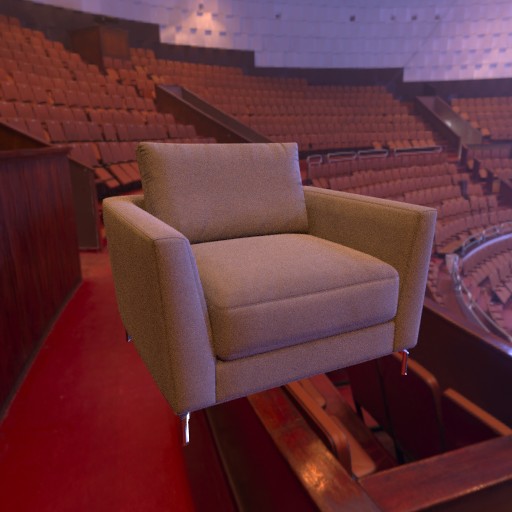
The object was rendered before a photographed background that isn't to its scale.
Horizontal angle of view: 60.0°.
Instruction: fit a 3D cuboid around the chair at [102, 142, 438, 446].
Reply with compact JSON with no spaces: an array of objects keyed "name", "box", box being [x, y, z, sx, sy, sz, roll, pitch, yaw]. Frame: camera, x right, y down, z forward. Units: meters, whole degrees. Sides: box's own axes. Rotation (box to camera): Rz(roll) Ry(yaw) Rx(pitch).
[{"name":"chair","box":[0.000,0.000,1.740,1.041,0.864,0.889,-8,17,-26]}]
